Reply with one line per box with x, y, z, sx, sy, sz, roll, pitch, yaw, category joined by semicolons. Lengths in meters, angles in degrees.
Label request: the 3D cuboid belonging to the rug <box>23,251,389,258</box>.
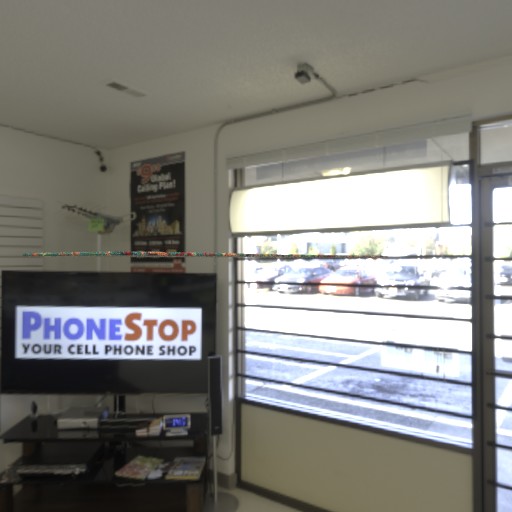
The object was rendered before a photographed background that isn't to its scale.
0.000;0.000;2.514;0.686;0.013;2.286;0;-1;38;rug
